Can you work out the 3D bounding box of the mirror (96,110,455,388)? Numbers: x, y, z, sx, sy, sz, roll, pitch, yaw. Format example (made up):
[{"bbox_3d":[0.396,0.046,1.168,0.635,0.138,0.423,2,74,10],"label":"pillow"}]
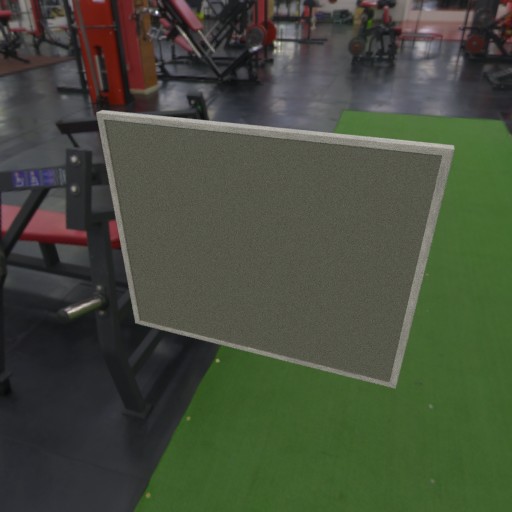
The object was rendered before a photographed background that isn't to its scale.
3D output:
[{"bbox_3d":[0.000,0.000,1.183,0.839,0.689,0.028,10,34,16],"label":"mirror"}]
